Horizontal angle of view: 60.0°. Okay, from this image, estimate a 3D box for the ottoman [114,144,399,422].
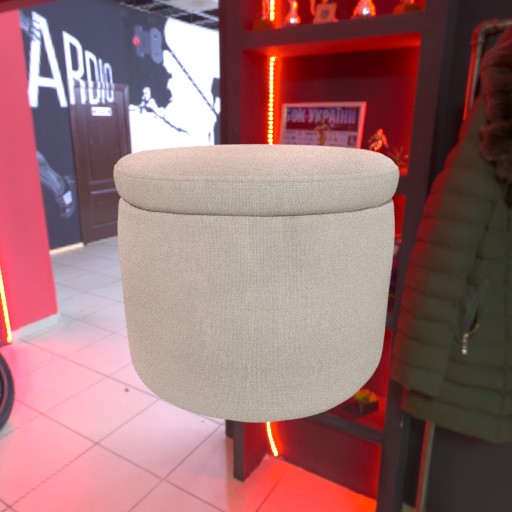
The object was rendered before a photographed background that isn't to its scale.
[{"bbox_3d":[0.000,0.000,0.847,0.497,0.409,0.497,0,16,0],"label":"ottoman"}]
